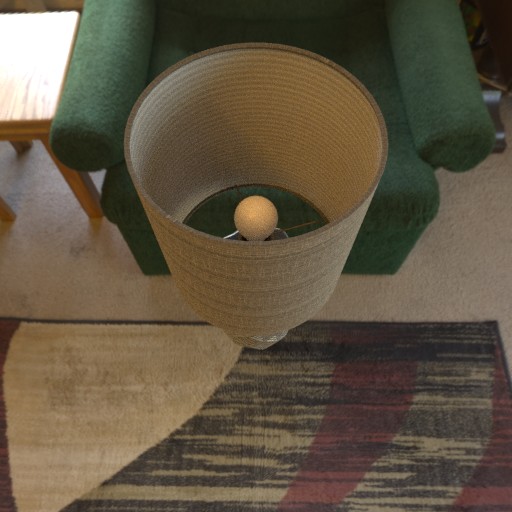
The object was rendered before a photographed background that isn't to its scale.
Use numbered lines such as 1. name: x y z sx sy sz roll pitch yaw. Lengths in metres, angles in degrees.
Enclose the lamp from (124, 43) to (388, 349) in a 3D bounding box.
1. lamp: 0.000 0.000 0.706 0.268 0.566 0.269 -16 64 -8
